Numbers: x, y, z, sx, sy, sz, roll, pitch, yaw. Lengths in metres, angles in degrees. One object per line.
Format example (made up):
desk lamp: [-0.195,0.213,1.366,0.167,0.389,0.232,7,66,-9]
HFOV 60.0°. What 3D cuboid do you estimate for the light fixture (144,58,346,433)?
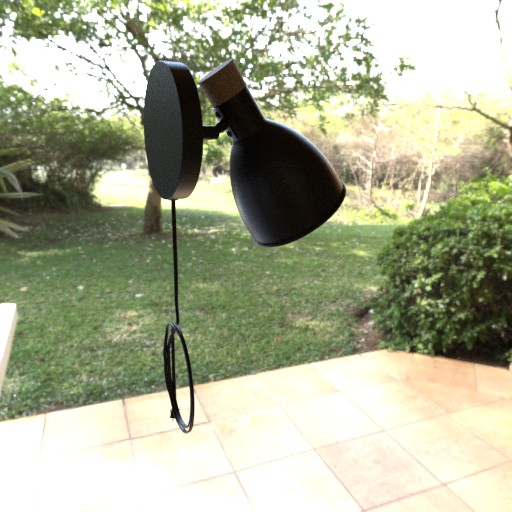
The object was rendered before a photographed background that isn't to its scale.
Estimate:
light fixture: [0.000,0.000,0.491,0.203,0.401,0.127,-7,15,-27]
